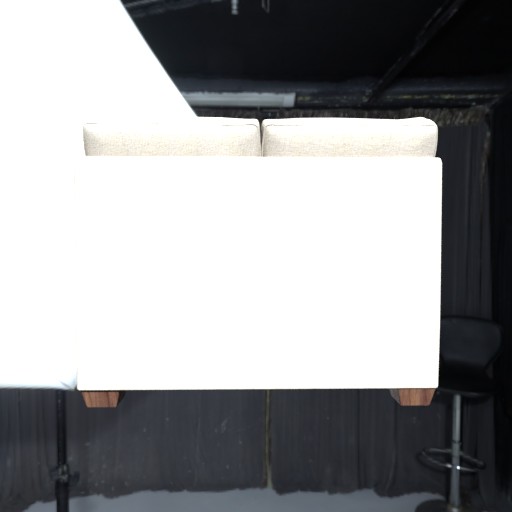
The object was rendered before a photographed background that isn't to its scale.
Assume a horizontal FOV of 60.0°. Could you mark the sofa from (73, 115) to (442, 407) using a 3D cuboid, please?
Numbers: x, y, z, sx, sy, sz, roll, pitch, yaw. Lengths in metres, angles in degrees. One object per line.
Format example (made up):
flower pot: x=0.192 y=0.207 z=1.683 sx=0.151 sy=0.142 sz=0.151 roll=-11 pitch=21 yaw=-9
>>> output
sofa: x=0.000 y=0.000 z=1.946 sx=1.232 sy=1.006 sz=0.978 roll=0 pitch=1 yaw=-1
